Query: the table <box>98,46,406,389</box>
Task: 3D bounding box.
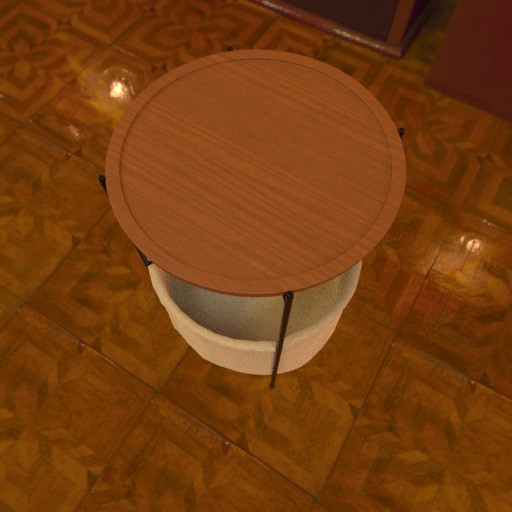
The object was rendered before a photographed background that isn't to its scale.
[{"bbox_3d":[0.000,0.000,0.853,0.393,0.623,0.393,31,68,14],"label":"table"}]
